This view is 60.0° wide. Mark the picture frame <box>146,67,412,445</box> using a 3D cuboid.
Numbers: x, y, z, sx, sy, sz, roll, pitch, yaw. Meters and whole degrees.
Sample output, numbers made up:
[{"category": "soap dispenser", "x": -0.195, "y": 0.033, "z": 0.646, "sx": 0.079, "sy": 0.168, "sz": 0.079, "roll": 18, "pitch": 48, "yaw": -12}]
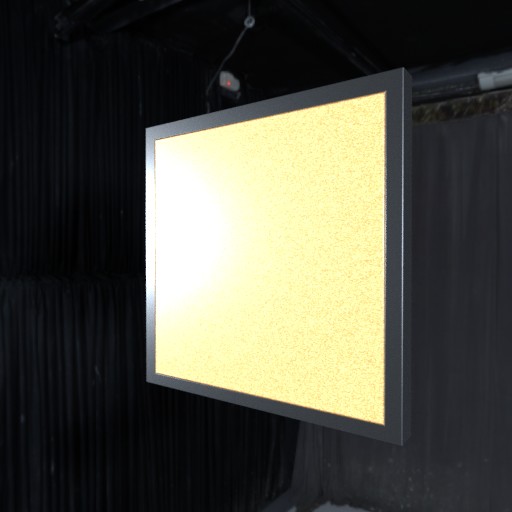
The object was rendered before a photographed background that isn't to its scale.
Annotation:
[{"category": "picture frame", "x": 0.000, "y": 0.000, "z": 0.527, "sx": 0.355, "sy": 0.353, "sz": 0.029, "roll": 0, "pitch": 1, "yaw": 35}]
